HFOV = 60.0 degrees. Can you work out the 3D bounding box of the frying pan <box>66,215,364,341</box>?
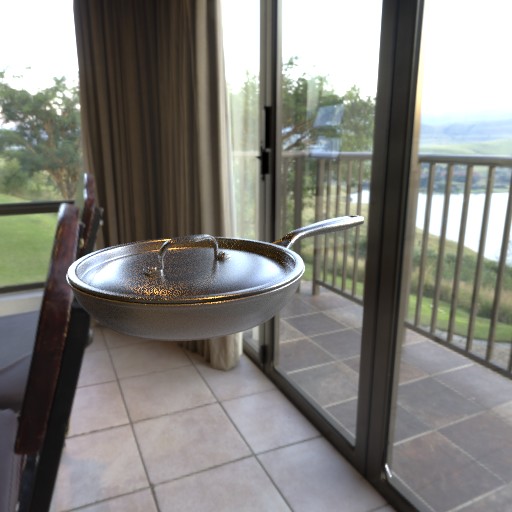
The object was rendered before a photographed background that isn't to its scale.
[{"bbox_3d":[0.000,0.000,0.603,0.490,0.086,0.272,-13,20,-42],"label":"frying pan"}]
